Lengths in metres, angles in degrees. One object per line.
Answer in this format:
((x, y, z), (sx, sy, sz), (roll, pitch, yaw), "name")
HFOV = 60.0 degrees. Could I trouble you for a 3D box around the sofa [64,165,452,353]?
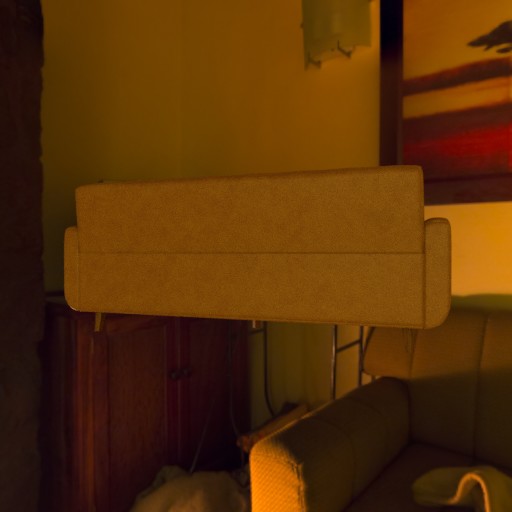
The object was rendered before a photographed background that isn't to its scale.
((0.000, 0.000, 2.723), (2.137, 0.892, 0.980), (0, 1, 19), "sofa")
